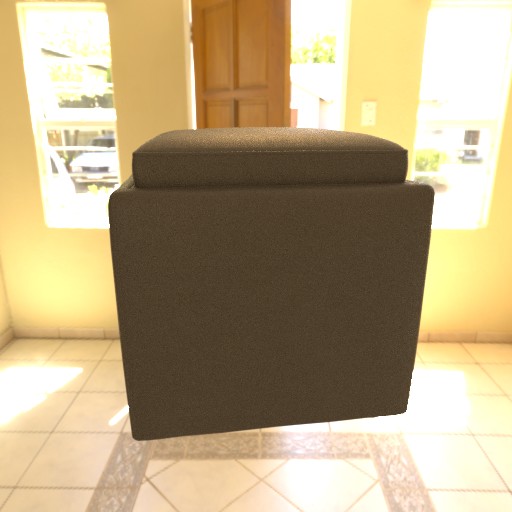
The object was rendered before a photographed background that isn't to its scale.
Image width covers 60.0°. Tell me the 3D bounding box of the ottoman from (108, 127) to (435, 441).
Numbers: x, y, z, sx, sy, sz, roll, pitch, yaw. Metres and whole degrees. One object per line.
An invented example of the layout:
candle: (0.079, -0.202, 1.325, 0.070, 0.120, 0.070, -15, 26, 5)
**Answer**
ottoman: (0.000, 0.000, 0.826, 0.450, 0.460, 0.451, -3, 17, -8)
